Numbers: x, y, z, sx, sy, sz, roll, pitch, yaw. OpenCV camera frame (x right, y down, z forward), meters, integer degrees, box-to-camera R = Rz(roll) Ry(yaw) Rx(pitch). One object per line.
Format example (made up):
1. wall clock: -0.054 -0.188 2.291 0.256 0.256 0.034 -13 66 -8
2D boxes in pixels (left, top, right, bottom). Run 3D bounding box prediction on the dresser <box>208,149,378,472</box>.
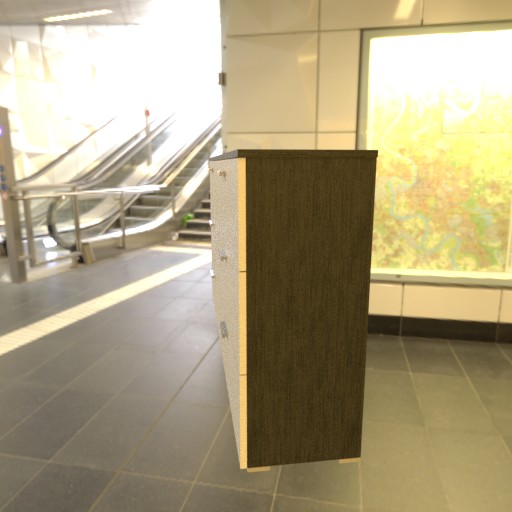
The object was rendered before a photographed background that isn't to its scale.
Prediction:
1. dresser: 0.000 0.000 1.792 0.333 0.790 1.535 -2 12 -8
